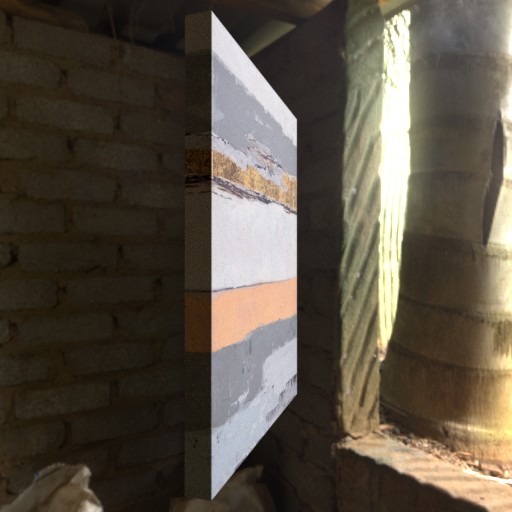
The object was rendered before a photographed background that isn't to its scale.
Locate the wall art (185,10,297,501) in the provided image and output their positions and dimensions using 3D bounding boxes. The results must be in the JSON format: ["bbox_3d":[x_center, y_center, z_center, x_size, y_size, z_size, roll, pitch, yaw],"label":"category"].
[{"bbox_3d":[0.000,0.000,0.769,0.038,0.609,0.456,0,0,19],"label":"wall art"}]
